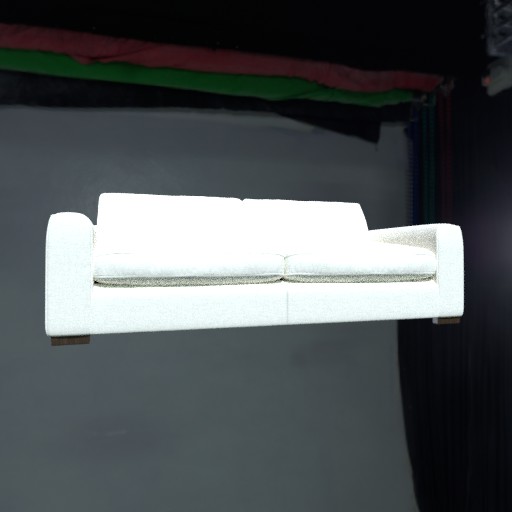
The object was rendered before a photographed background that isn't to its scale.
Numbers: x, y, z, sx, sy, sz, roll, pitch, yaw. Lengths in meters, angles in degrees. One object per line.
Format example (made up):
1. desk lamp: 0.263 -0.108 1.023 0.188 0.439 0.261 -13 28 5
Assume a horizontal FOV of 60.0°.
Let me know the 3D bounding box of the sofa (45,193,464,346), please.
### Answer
1. sofa: 0.000 0.000 2.738 2.262 0.801 1.070 0 0 -18
